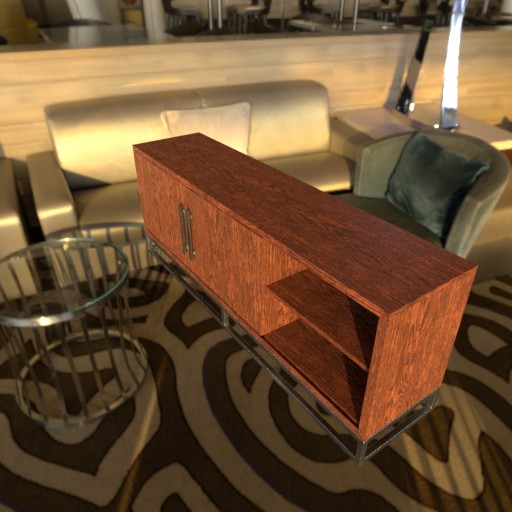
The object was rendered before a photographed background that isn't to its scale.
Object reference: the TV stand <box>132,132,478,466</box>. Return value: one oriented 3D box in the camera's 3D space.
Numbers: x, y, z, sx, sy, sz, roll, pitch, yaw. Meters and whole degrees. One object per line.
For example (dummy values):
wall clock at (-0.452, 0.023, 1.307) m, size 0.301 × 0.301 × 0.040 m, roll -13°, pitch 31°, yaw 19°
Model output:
TV stand at (0.000, 0.000, 1.786) m, size 0.382 × 0.578 × 1.541 m, roll -20°, pitch 37°, yaw -30°
